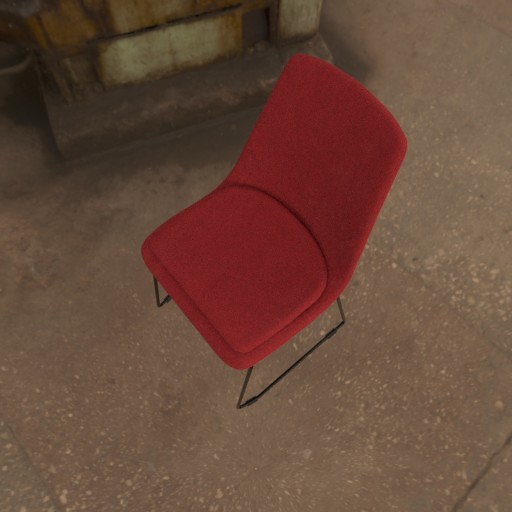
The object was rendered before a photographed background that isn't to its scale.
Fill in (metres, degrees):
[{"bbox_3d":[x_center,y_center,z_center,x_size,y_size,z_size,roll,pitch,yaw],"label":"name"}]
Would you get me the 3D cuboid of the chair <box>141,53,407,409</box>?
[{"bbox_3d":[0.000,0.000,1.156,0.518,0.858,0.479,-37,70,-16],"label":"chair"}]
